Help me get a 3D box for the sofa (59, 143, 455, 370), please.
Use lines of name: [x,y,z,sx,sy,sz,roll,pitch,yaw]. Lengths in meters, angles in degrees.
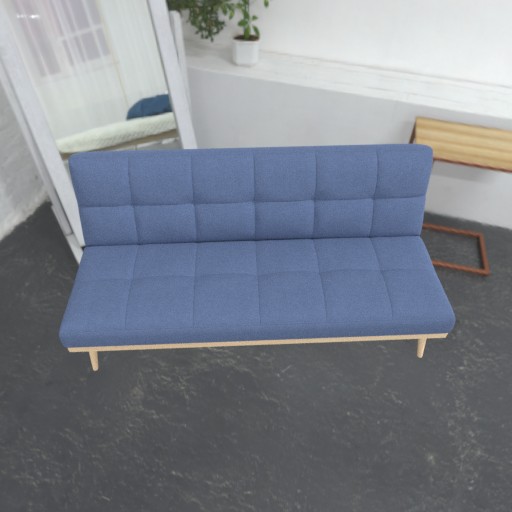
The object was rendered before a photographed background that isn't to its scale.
sofa: [0.000,0.000,2.204,1.800,0.800,0.796,-2,46,-2]
